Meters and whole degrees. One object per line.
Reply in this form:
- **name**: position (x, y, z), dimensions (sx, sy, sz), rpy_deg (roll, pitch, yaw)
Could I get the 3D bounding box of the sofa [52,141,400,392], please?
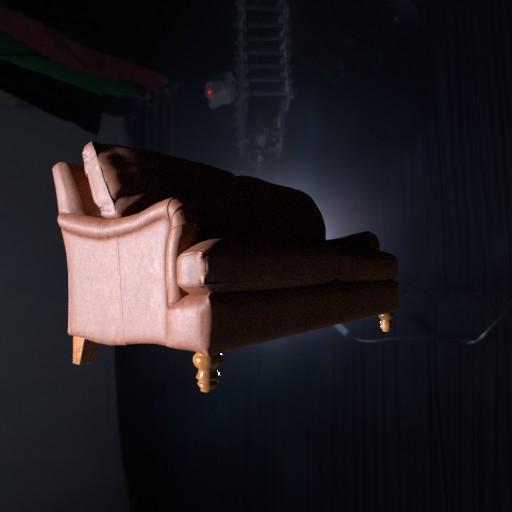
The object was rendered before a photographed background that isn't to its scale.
- **sofa**: position (0.000, 0.000, 2.752), dimensions (1.147, 1.071, 2.144), rpy_deg (-1, -2, 36)
